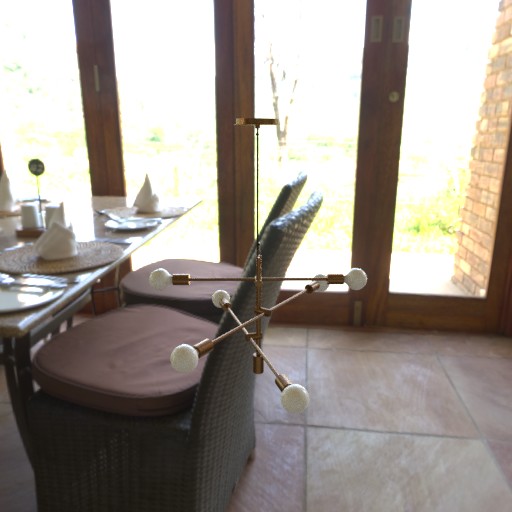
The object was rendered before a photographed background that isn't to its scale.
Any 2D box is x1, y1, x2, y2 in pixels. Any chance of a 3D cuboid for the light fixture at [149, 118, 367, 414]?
[{"bbox_3d":[0.000,0.000,1.260,0.637,0.744,0.682,3,15,10],"label":"light fixture"}]
